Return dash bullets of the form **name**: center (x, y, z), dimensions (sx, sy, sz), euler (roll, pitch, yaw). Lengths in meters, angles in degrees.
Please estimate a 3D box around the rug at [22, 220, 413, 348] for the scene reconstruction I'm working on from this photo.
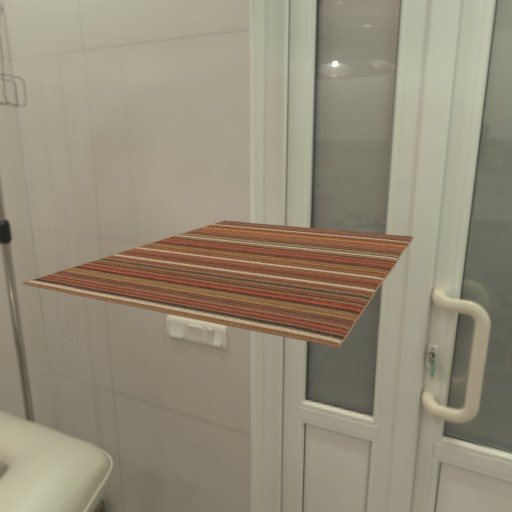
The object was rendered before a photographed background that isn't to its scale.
- **rug**: center (0.000, 0.000, 4.179), dimensions (2.479, 0.023, 3.092), euler (7, 16, 25)
